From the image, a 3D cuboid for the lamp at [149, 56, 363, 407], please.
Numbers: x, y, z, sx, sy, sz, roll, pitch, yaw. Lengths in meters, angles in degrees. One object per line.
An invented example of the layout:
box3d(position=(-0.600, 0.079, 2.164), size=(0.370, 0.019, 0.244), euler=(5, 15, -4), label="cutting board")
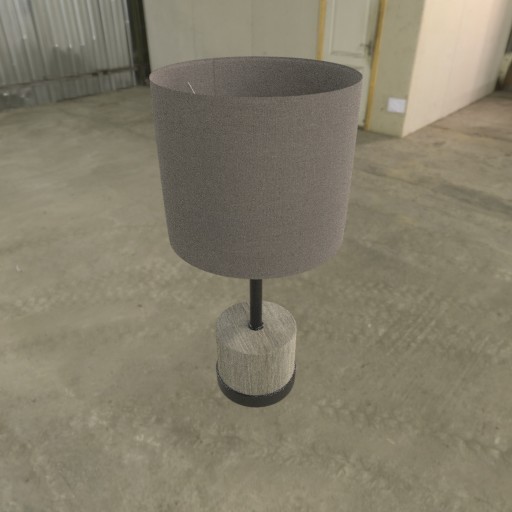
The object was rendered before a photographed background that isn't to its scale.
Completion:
box3d(position=(0.000, 0.000, 0.606), size=(0.229, 0.470, 0.229), euler=(-11, 34, -17), label="lamp")
